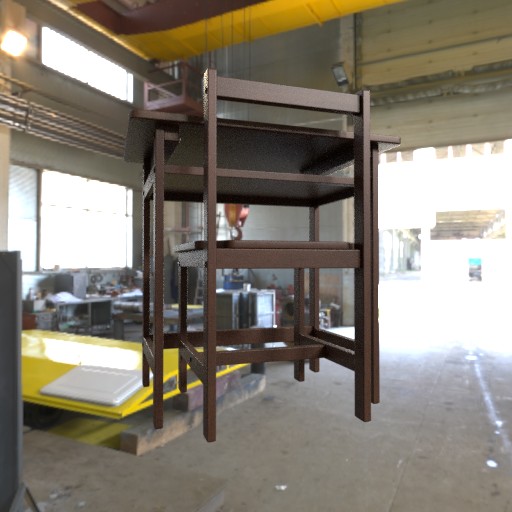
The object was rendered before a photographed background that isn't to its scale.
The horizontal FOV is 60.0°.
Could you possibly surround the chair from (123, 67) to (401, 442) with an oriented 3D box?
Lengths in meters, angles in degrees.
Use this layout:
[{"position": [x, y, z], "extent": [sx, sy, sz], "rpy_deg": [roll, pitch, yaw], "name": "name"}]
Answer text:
[{"position": [0.000, 0.000, 1.063], "extent": [0.599, 0.673, 0.463], "rpy_deg": [0, -1, -18], "name": "chair"}]
